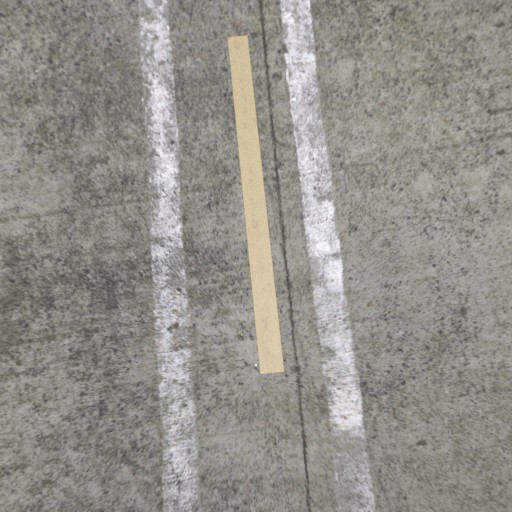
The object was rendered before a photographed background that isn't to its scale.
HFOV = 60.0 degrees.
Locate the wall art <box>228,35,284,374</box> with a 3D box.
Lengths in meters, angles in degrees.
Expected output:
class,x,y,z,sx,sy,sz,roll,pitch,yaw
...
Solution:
class,x,y,z,sx,sy,sz,roll,pitch,yaw
wall art,0.000,0.000,1.020,0.039,0.810,0.510,-5,76,-1
